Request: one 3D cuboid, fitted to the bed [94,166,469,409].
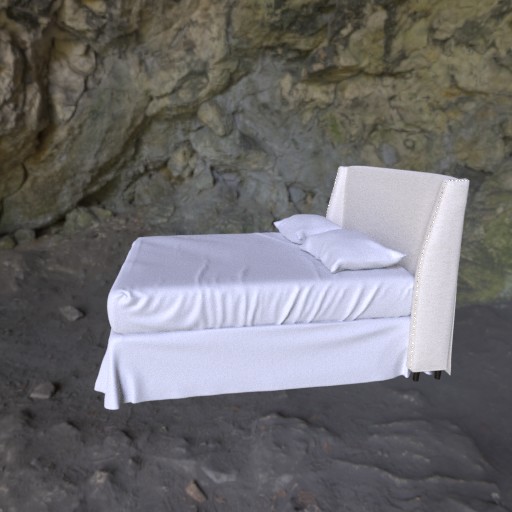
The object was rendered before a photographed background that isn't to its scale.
[{"bbox_3d":[0.000,0.000,3.488,2.276,1.332,1.925,-2,14,-9],"label":"bed"}]
